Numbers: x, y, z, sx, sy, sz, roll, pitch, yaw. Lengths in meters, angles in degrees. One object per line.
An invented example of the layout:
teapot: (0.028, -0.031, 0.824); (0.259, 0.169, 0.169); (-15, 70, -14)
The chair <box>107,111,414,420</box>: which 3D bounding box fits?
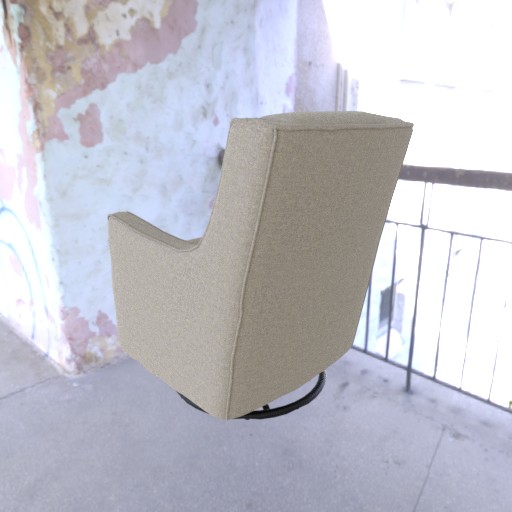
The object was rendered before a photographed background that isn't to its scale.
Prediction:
chair: (0.000, 0.000, 1.606); (0.732, 0.993, 0.879); (-16, 24, -42)
